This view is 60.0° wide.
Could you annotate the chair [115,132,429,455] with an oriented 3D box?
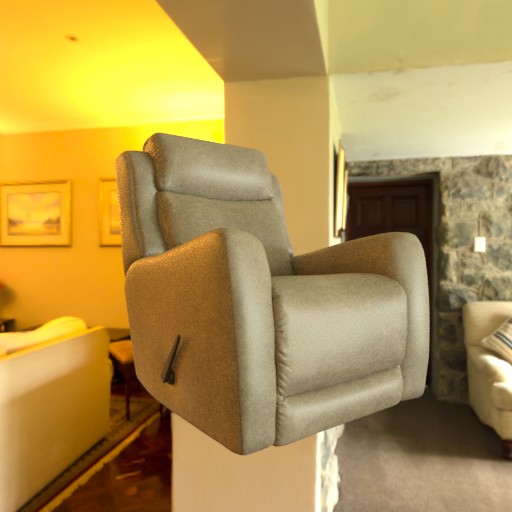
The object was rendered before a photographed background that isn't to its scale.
[{"bbox_3d":[0.000,0.000,1.859,0.967,1.116,1.068,0,1,-36],"label":"chair"}]
